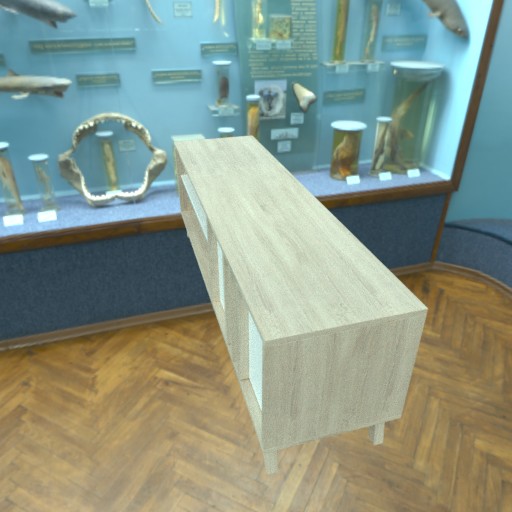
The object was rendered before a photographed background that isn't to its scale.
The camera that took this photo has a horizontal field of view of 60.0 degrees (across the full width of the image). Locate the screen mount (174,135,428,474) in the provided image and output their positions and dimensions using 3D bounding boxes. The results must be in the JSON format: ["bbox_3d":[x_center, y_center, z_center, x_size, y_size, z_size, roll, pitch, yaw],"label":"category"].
[{"bbox_3d":[0.000,0.000,1.736,0.400,0.510,1.500,-9,32,-14],"label":"screen mount"}]
